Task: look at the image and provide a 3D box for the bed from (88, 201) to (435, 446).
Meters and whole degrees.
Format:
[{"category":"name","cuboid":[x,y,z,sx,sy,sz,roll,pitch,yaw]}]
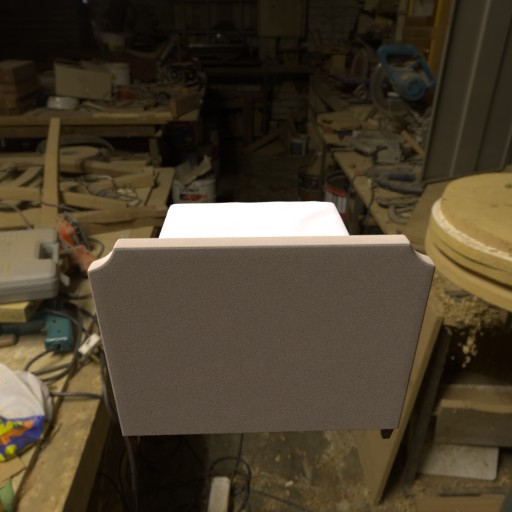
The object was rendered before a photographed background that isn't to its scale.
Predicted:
[{"category":"bed","cuboid":[0.000,0.000,3.428,1.703,1.415,2.329,-1,29,-2]}]
